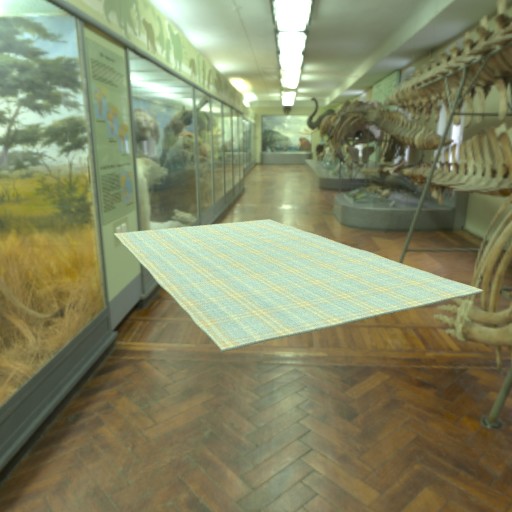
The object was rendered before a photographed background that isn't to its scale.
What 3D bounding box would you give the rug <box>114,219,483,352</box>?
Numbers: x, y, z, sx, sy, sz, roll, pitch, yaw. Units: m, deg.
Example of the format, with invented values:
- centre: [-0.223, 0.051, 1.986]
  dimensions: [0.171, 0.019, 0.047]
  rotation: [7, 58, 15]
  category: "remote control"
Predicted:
- centre: [0.000, 0.000, 3.132]
  dimensions: [1.545, 0.016, 2.460]
  rotation: [-7, 17, -26]
  category: "rug"
